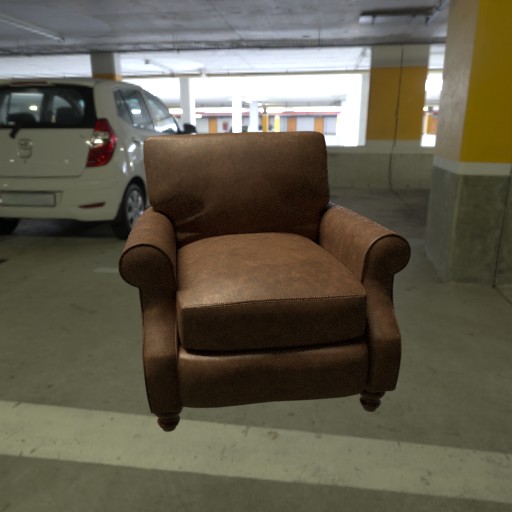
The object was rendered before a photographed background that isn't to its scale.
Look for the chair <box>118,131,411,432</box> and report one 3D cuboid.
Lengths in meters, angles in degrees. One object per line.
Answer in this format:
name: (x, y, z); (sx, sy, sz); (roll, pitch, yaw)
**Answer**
chair: (0.000, 0.000, 1.799); (0.996, 0.976, 1.002); (-3, 16, -9)
